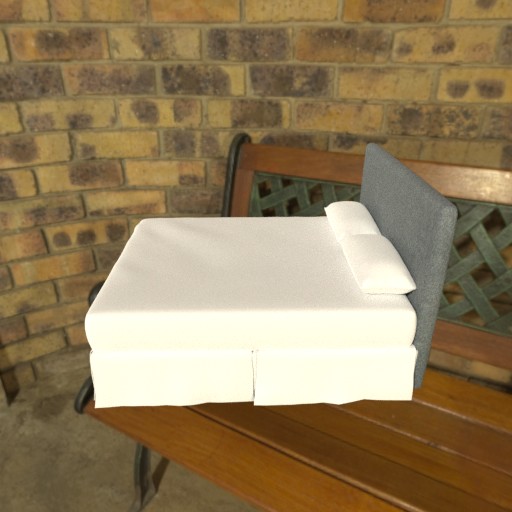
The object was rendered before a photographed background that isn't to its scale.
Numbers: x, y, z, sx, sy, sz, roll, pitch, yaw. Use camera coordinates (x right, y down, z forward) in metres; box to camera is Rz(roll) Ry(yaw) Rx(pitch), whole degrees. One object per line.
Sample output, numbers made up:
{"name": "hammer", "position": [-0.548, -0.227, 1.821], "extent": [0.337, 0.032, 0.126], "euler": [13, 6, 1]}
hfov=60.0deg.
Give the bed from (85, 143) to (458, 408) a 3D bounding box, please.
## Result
{"name": "bed", "position": [0.000, 0.000, 3.294], "extent": [2.142, 1.330, 1.723], "euler": [-1, 26, -1]}
